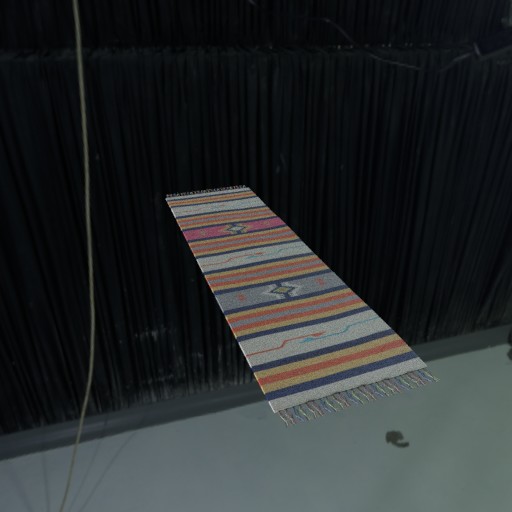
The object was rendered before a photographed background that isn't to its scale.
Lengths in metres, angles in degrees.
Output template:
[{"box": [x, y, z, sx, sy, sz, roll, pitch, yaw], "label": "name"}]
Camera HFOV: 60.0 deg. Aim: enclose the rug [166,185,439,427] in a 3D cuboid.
[{"box": [0.000, 0.000, 2.688, 0.695, 0.017, 2.455, -10, 30, -17], "label": "rug"}]
